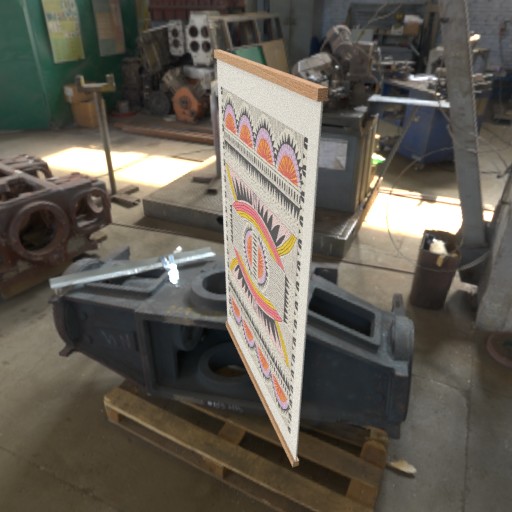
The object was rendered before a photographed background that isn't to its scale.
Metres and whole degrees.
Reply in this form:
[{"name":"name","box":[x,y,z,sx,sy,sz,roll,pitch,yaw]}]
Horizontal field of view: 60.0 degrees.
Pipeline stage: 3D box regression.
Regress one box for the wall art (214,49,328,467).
[{"name":"wall art","box":[0.000,0.000,1.912,0.028,1.533,0.999,-10,32,-17]}]
